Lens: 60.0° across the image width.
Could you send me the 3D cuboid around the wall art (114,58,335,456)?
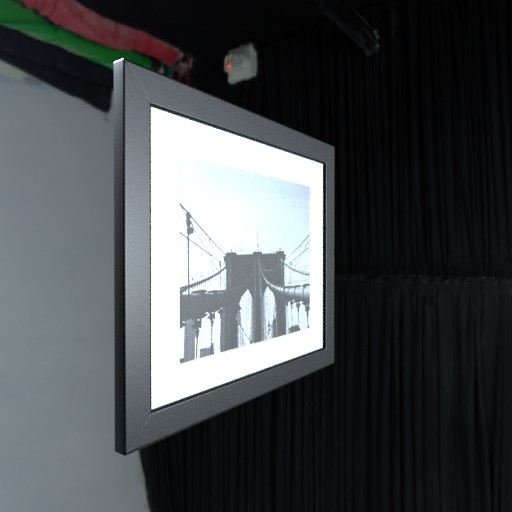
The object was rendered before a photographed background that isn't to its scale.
[{"bbox_3d":[0.000,0.000,0.714,0.018,0.450,0.521,0,1,37],"label":"wall art"}]
